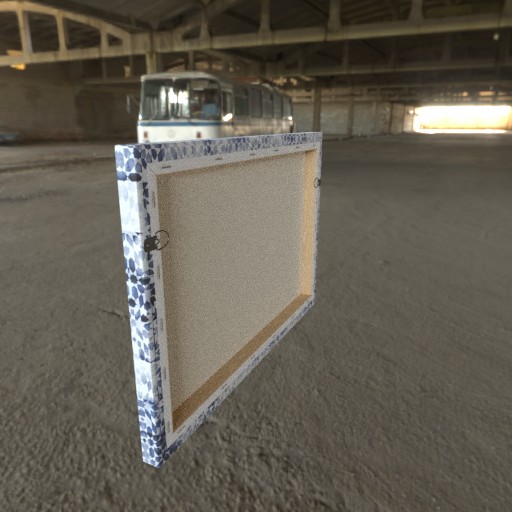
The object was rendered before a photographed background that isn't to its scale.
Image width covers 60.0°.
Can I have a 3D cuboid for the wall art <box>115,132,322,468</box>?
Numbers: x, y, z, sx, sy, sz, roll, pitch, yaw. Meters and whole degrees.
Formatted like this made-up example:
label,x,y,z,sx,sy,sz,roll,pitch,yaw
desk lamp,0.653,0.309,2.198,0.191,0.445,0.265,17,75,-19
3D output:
label,x,y,z,sx,sy,sz,roll,pitch,yaw
wall art,0.000,0.000,0.778,0.030,0.406,0.608,8,19,25
